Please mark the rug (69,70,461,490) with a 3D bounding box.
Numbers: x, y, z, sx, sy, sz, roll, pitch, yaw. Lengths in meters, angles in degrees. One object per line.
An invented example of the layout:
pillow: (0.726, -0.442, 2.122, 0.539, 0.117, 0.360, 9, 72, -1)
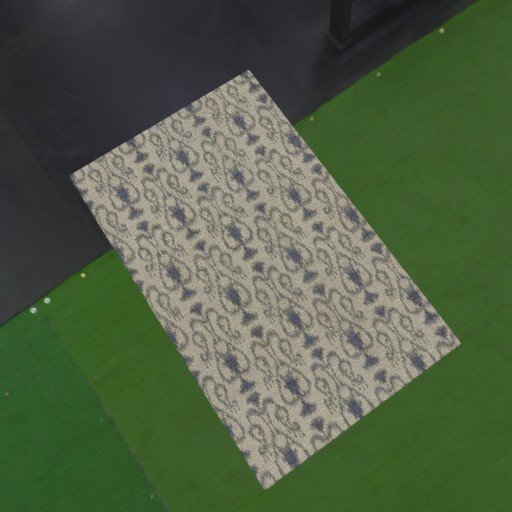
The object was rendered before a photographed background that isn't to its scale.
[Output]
rug: (0.000, 0.000, 2.016, 1.035, 0.006, 1.652, -33, 78, -8)
